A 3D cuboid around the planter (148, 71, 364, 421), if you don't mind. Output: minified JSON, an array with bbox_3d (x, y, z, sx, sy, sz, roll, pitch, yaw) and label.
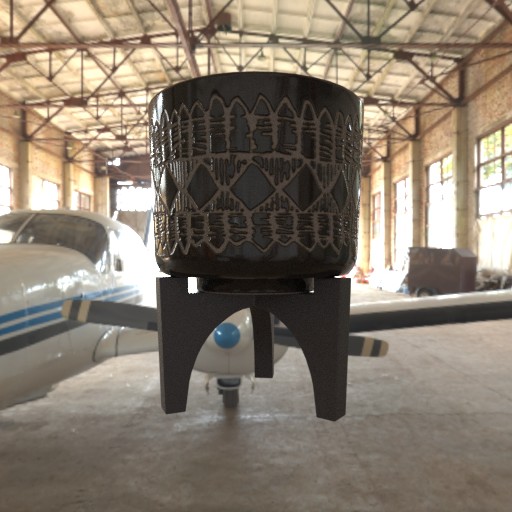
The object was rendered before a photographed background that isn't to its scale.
[{"bbox_3d":[0.000,0.000,0.412,0.196,0.264,0.196,0,0,37],"label":"planter"}]
